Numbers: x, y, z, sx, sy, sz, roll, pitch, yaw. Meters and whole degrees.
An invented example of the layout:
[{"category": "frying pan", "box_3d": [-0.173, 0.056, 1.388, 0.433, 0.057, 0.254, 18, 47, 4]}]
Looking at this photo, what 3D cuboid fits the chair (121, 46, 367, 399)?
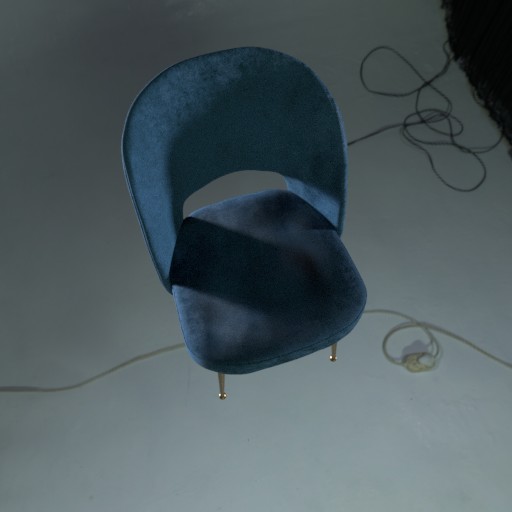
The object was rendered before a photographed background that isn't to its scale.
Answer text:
[{"category": "chair", "box_3d": [0.000, 0.000, 1.205, 0.527, 0.860, 0.577, -17, 64, -8]}]
